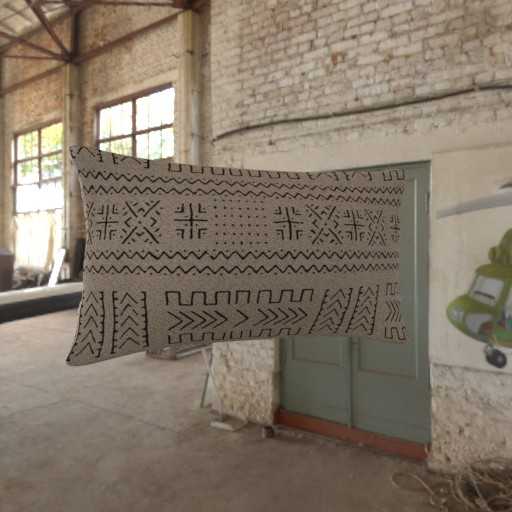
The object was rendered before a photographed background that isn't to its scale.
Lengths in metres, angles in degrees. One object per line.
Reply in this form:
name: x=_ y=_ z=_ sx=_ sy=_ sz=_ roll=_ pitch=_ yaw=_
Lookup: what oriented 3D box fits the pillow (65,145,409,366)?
pillow: x=0.000 y=0.000 z=0.803 sx=0.637 sy=0.352 sz=0.188 roll=0 pitch=0 yaw=-18
